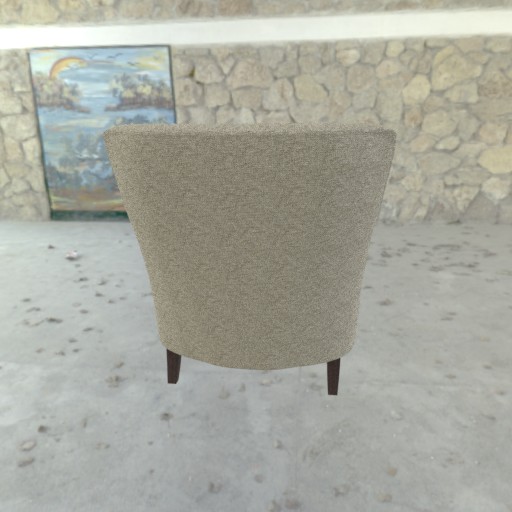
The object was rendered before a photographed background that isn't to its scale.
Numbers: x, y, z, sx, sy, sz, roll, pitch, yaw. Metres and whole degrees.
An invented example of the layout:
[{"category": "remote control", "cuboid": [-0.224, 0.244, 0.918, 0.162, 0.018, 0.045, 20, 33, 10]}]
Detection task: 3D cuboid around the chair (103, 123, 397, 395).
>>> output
[{"category": "chair", "cuboid": [0.000, 0.000, 1.658, 0.820, 0.920, 0.910, 2, 15, 7]}]
